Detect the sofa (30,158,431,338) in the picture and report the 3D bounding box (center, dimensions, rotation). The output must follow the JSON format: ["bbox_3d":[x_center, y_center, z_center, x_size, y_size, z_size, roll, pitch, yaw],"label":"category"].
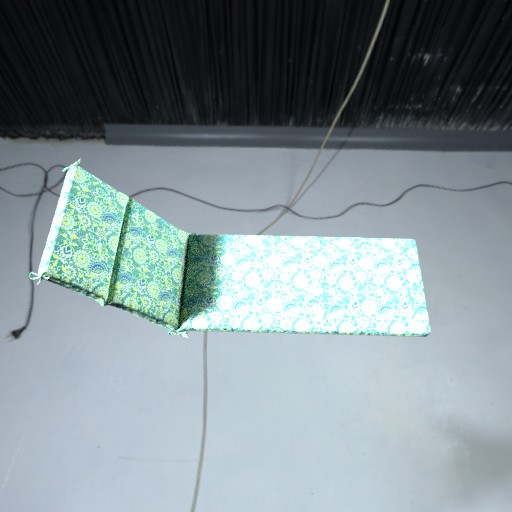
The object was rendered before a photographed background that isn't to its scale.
[{"bbox_3d":[0.000,0.000,1.991,1.663,0.622,0.582,1,61,1],"label":"sofa"}]
